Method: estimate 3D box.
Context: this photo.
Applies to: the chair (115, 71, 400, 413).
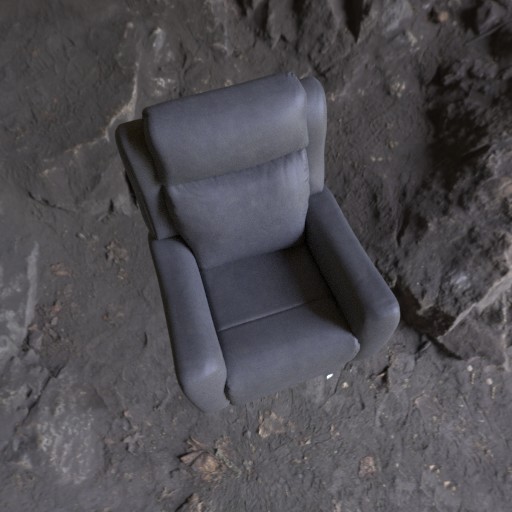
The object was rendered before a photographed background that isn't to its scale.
[{"bbox_3d":[0.000,0.000,1.991,0.967,1.116,1.068,-17,66,-8],"label":"chair"}]
